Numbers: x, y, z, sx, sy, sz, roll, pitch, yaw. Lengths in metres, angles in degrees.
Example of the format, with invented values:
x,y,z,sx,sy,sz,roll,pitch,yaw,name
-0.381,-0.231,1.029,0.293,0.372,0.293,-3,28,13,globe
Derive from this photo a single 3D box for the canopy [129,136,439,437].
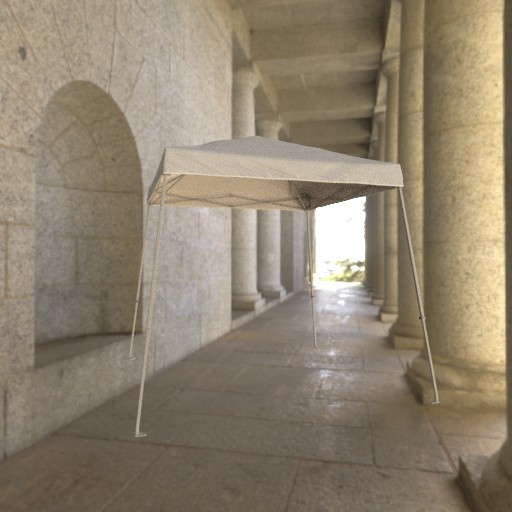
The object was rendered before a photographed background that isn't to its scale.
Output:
x,y,z,sx,sy,sz,roll,pitch,yaw,name
0.000,0.000,6.626,3.600,3.600,3.599,0,0,-17,canopy
